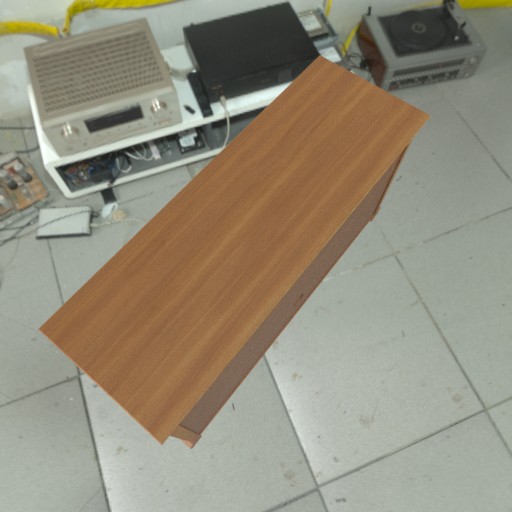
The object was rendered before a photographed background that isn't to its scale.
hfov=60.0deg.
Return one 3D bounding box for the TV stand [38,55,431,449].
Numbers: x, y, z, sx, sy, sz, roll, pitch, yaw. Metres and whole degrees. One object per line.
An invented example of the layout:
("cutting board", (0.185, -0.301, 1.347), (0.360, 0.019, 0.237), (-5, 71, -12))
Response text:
("TV stand", (0.000, 0.000, 1.477), (0.417, 0.607, 1.181), (36, 70, 15))
